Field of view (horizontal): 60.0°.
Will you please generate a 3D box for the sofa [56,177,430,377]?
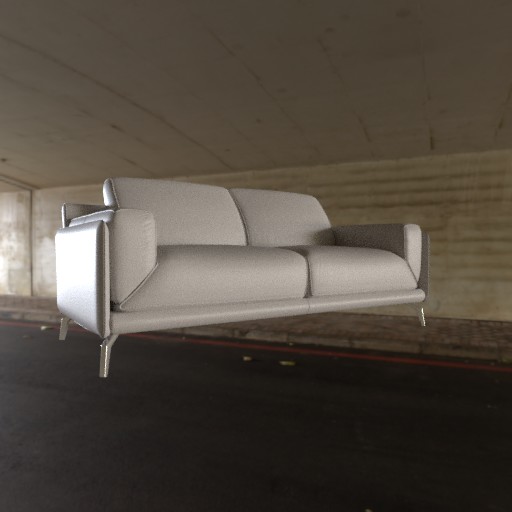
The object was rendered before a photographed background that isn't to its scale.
[{"bbox_3d":[0.000,0.000,2.635,2.101,0.930,1.049,0,1,-35],"label":"sofa"}]
